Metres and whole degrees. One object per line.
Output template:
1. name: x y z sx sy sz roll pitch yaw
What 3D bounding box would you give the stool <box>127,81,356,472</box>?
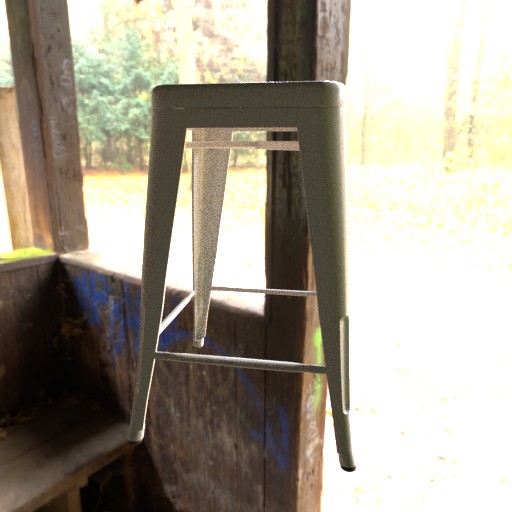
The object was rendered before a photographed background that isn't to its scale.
1. stool: 0.000 0.000 0.874 0.406 0.610 0.406 3 15 10
